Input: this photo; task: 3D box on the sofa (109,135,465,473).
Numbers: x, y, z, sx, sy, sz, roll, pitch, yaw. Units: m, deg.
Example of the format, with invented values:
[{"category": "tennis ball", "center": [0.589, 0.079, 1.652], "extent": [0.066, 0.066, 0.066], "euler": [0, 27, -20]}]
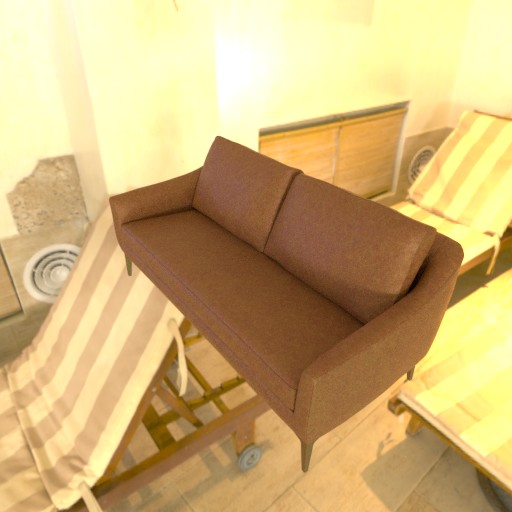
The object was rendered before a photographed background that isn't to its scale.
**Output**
[{"category": "sofa", "center": [0.000, 0.000, 2.583], "extent": [0.981, 0.945, 2.036], "euler": [-21, 37, -31]}]
